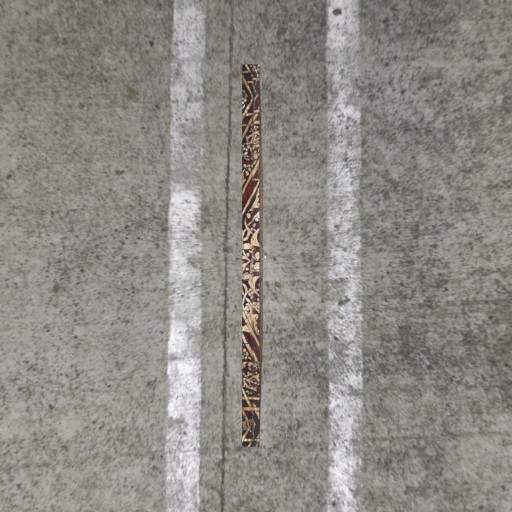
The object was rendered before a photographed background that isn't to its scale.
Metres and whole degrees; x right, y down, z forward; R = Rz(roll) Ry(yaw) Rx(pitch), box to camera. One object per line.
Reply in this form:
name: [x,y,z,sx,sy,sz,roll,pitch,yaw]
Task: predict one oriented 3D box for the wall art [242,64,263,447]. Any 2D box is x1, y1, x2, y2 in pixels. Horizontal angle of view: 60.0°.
wall art: [0.000,0.000,1.146,0.030,0.904,0.599,0,90,1]
